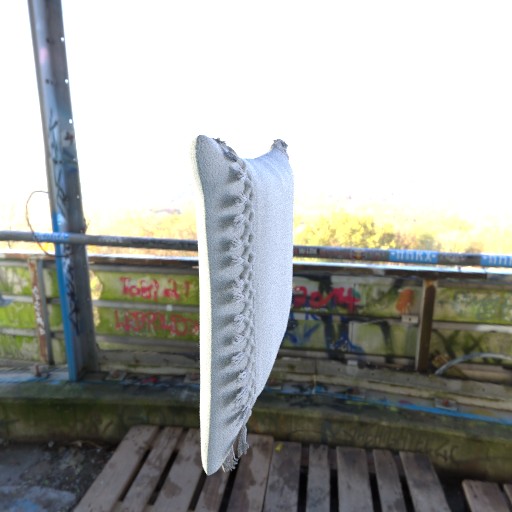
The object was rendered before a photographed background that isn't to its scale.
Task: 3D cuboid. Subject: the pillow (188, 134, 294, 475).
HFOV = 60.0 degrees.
[{"bbox_3d":[0.000,0.000,0.582,0.084,0.305,0.466,3,15,10],"label":"pillow"}]
